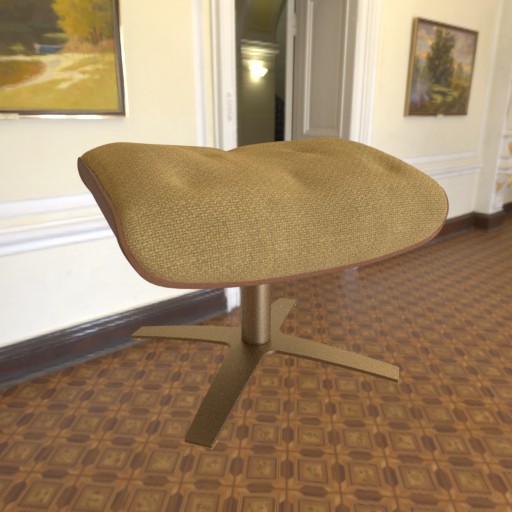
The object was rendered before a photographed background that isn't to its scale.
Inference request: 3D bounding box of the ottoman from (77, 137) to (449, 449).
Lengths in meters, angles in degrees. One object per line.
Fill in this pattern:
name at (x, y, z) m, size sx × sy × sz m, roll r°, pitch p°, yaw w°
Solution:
ottoman at (0.000, 0.000, 0.781) m, size 0.520 × 0.391 × 0.394 m, roll -9°, pitch 20°, yaw -26°
